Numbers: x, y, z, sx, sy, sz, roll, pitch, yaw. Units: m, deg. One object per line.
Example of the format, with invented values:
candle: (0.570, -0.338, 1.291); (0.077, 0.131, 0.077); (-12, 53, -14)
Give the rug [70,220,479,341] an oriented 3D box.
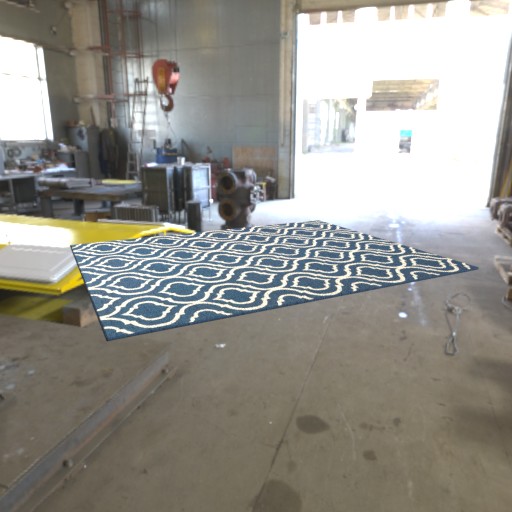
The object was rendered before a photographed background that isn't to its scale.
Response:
rug: (0.000, 0.000, 3.918); (2.881, 0.020, 2.270); (-8, 17, -26)
